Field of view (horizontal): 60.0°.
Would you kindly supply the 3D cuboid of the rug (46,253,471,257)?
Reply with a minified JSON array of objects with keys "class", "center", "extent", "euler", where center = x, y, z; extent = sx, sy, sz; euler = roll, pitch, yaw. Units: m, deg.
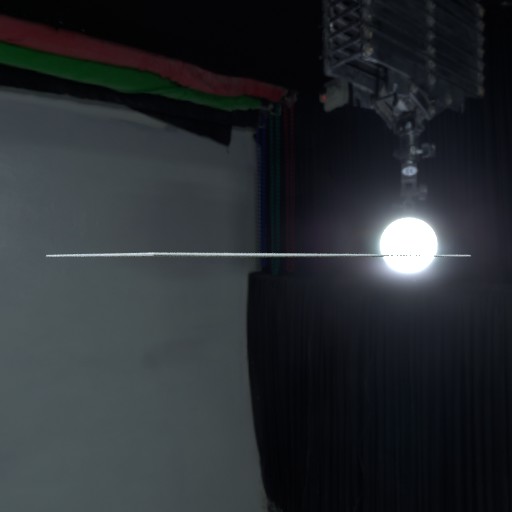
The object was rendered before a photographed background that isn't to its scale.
[{"class":"rug","center":[0.000,0.000,3.842],"extent":[2.895,0.018,2.288],"euler":[0,0,-37]}]
